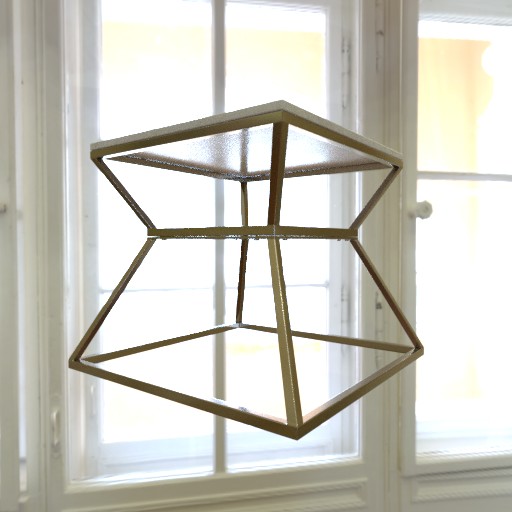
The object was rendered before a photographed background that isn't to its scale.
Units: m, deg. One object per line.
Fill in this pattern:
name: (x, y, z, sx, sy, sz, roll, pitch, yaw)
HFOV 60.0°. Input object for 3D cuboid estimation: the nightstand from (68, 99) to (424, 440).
nightstand: (0.000, 0.000, 0.891, 0.514, 0.426, 0.513, 1, 2, 37)
